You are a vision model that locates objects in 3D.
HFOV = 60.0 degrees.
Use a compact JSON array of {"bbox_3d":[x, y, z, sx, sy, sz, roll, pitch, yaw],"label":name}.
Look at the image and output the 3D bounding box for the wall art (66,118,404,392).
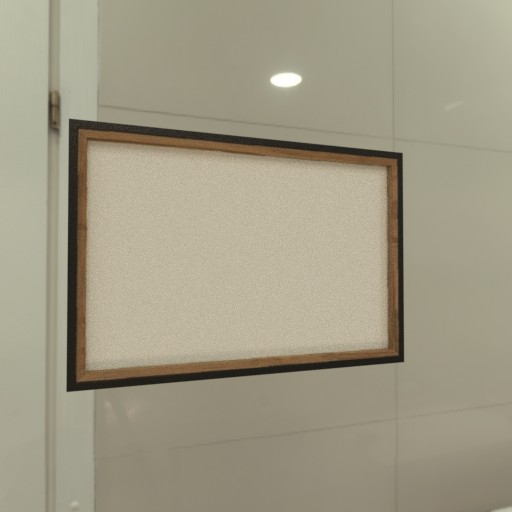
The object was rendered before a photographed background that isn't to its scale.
[{"bbox_3d":[0.000,0.000,0.843,0.659,0.446,0.022,0,-1,-20],"label":"wall art"}]
